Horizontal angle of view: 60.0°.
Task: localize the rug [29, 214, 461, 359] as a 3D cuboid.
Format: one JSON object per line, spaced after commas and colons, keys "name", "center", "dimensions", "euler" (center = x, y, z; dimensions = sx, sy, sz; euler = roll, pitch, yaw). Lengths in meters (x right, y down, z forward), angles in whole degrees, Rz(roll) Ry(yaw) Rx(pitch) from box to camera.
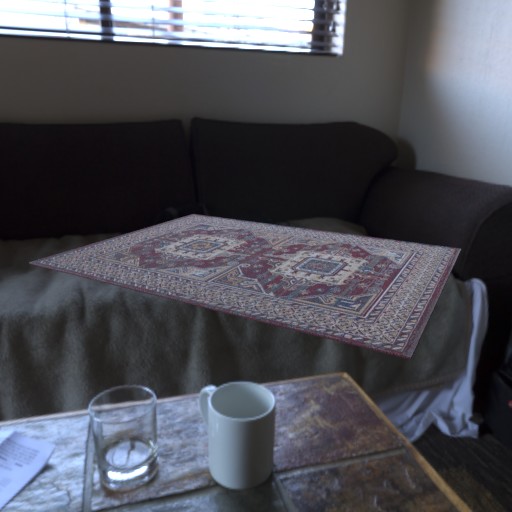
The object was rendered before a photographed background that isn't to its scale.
{"name": "rug", "center": [0.000, 0.000, 2.788], "dimensions": [2.210, 0.011, 1.599], "euler": [10, 20, 28]}
